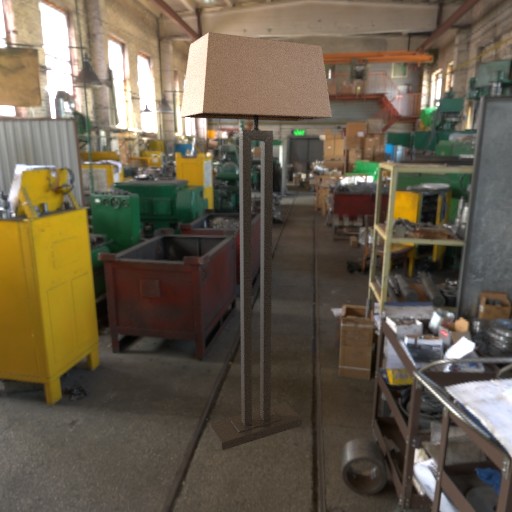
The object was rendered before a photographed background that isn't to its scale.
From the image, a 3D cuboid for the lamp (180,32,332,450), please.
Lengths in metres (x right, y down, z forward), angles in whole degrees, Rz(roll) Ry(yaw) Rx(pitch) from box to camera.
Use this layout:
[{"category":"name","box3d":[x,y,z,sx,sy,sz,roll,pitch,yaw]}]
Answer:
[{"category":"lamp","box3d":[0.000,0.000,1.663,0.475,1.469,0.233,-7,15,-25]}]
